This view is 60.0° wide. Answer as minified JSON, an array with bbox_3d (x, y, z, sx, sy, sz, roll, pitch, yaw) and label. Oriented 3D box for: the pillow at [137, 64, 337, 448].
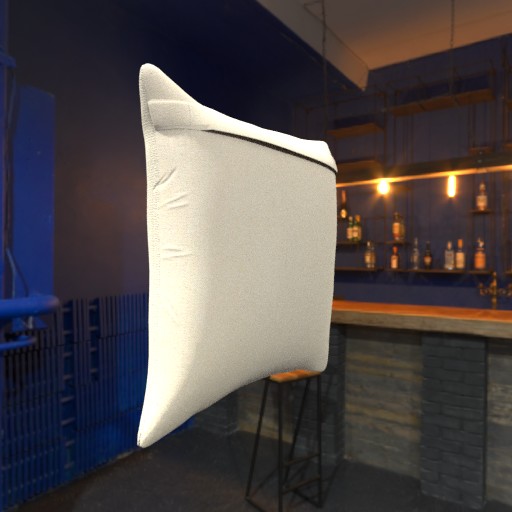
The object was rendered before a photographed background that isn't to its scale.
[{"bbox_3d":[0.000,0.000,0.627,0.173,0.406,0.405,0,0,37],"label":"pillow"}]
